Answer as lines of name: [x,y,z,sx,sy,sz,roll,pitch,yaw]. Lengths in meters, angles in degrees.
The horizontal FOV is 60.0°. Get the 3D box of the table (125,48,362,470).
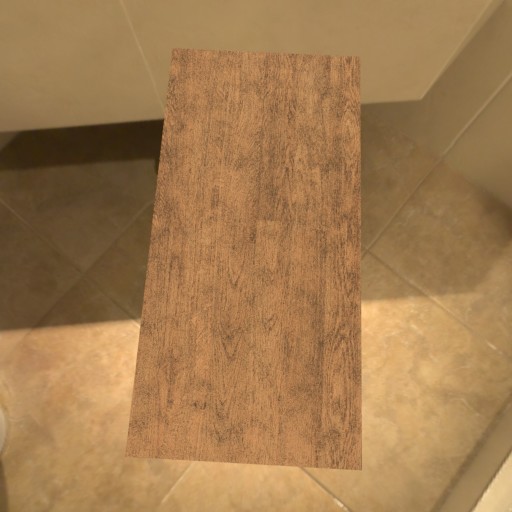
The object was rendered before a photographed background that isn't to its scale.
table: [0.000,0.000,2.259,0.893,0.767,1.805,3,76,1]
